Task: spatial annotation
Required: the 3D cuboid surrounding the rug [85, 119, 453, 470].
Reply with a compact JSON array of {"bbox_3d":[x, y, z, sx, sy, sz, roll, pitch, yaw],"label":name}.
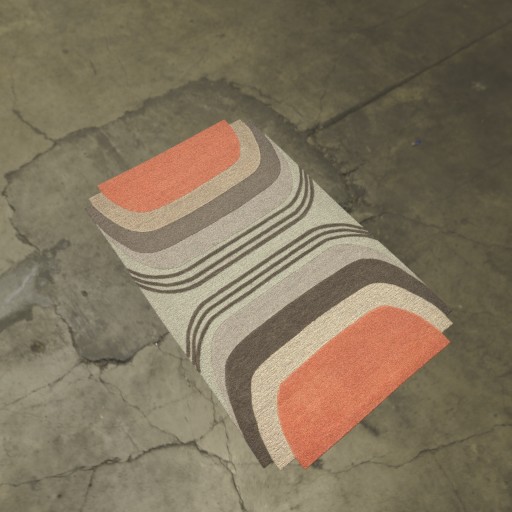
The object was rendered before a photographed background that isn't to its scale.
[{"bbox_3d":[0.000,0.000,3.053,1.530,0.017,2.446,-33,65,-18],"label":"rug"}]
